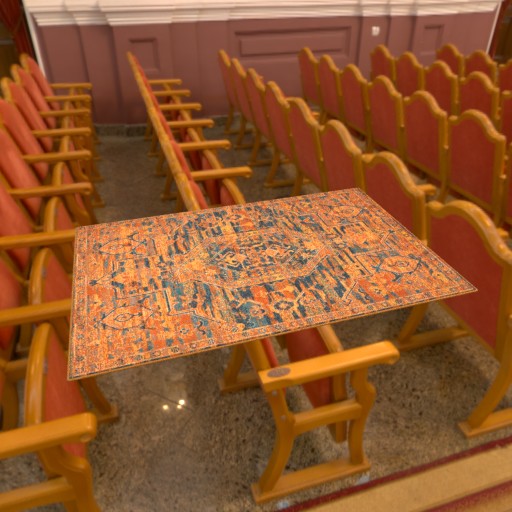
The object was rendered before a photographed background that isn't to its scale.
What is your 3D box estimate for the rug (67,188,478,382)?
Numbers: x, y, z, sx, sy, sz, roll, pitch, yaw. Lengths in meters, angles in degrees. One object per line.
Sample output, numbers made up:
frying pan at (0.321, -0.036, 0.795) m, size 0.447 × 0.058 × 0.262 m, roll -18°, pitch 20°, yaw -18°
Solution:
rug at (0.000, 0.000, 1.100) m, size 0.863 × 0.008 × 0.557 m, roll -10°, pitch 35°, yaw -14°
